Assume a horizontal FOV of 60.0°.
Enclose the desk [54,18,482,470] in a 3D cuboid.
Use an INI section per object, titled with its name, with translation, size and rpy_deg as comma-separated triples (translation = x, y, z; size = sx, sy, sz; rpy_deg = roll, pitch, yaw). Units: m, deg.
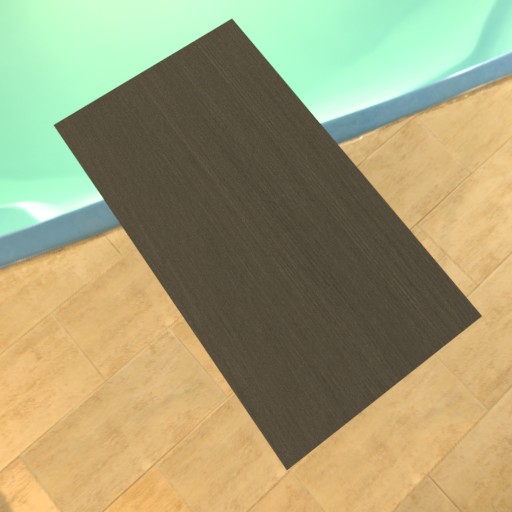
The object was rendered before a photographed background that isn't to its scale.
[desk]
translation = 0.000, 0.000, 1.310
size = 0.498, 0.724, 0.893
rpy_deg = -35, 78, -8
